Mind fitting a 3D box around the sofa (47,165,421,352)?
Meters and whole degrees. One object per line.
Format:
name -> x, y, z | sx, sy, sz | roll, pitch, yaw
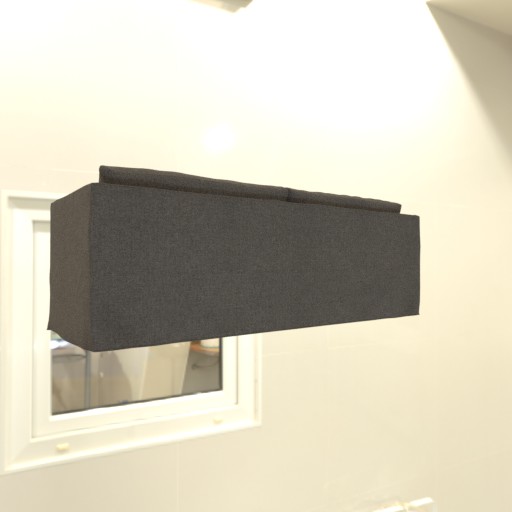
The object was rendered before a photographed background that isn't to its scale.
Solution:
sofa -> 0.000, 0.000, 3.392 | 2.779, 0.998, 1.036 | 1, -1, -36
